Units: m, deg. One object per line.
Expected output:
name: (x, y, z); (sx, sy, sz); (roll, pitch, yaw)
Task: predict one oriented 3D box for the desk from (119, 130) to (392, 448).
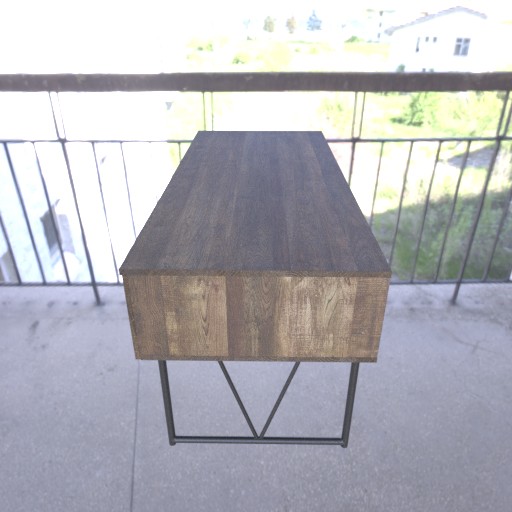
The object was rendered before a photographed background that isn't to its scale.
desk: (0.000, 0.000, 2.040); (0.730, 0.780, 1.600); (0, 28, 1)
